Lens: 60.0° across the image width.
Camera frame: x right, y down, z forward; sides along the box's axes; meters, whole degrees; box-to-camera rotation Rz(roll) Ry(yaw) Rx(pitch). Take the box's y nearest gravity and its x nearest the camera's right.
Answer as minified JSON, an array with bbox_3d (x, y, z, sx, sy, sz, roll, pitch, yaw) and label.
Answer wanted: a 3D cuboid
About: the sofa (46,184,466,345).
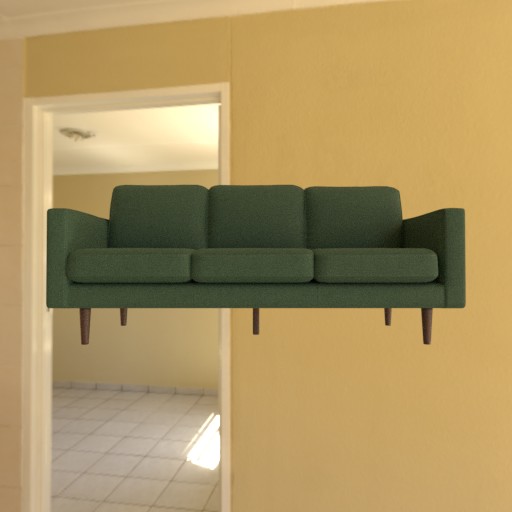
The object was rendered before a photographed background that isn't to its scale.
[{"bbox_3d":[0.000,0.000,2.534,2.029,0.899,0.879,0,-1,0],"label":"sofa"}]
